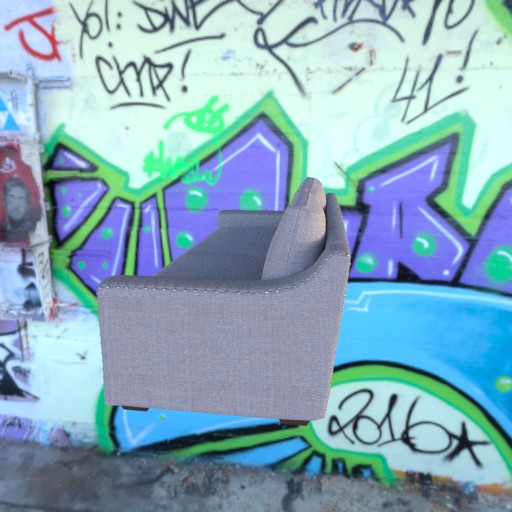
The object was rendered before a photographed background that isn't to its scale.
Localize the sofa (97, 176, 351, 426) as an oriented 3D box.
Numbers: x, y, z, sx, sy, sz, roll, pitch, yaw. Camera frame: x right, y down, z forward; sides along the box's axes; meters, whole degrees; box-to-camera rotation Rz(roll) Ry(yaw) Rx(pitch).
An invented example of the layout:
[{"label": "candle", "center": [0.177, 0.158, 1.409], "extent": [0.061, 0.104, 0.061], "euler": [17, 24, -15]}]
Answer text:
[{"label": "sofa", "center": [0.000, 0.000, 2.720], "extent": [1.000, 0.857, 2.208], "euler": [2, 14, 8]}]
